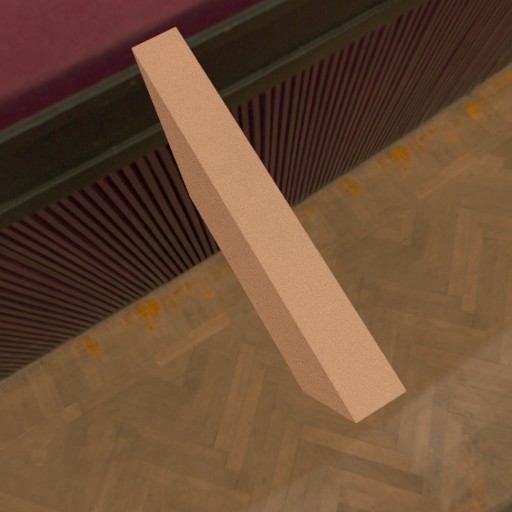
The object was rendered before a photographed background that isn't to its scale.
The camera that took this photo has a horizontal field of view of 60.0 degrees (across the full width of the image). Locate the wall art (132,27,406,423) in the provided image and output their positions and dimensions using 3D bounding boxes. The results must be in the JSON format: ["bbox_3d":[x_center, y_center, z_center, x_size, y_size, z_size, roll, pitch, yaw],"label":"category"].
[{"bbox_3d":[0.000,0.000,0.449,0.038,0.305,0.305,-29,78,-7],"label":"wall art"}]
